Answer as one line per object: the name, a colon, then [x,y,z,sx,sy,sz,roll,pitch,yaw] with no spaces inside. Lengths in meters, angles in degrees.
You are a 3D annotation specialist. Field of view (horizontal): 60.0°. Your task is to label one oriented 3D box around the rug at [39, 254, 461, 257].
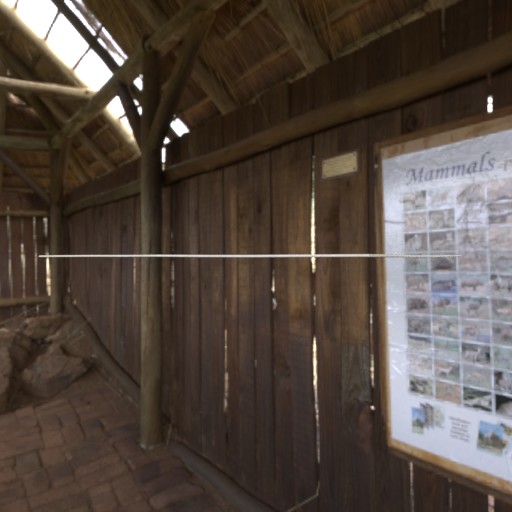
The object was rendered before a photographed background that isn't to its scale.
rug: [0.000,0.000,4.068,3.055,0.021,2.410,0,0,35]
